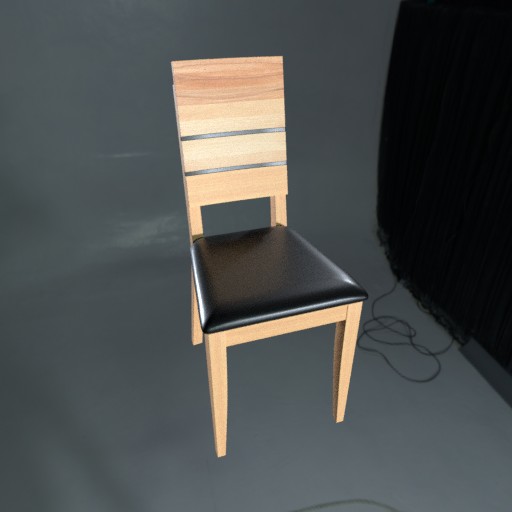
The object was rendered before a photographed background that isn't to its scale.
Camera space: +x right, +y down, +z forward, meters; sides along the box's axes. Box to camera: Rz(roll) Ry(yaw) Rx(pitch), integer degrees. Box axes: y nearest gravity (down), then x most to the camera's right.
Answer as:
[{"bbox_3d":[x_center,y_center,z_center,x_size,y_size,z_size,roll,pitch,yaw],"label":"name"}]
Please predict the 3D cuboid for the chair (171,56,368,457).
[{"bbox_3d":[0.000,0.000,1.216,0.410,0.940,0.520,-10,33,-15],"label":"chair"}]
